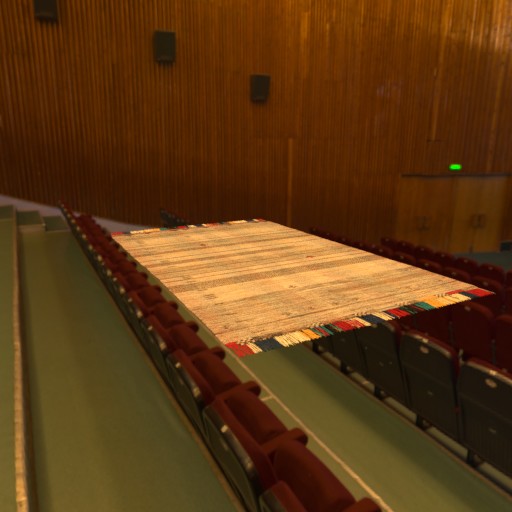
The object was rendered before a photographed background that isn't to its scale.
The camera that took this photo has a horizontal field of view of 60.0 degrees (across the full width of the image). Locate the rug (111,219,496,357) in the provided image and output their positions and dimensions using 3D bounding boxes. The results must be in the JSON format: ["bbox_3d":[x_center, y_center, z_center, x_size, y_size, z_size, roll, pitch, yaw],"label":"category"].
[{"bbox_3d":[0.000,0.000,2.954,1.465,0.012,2.465,-8,17,-27],"label":"rug"}]
